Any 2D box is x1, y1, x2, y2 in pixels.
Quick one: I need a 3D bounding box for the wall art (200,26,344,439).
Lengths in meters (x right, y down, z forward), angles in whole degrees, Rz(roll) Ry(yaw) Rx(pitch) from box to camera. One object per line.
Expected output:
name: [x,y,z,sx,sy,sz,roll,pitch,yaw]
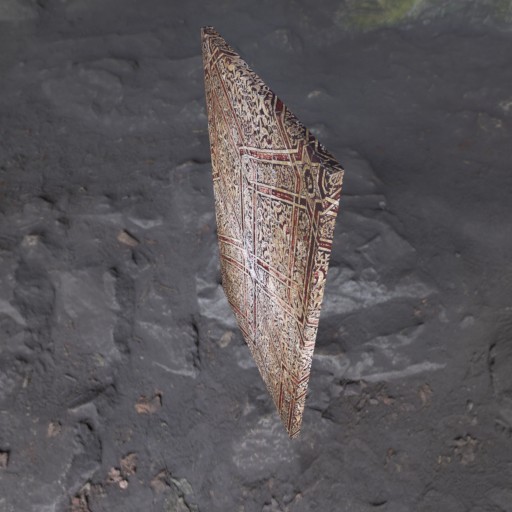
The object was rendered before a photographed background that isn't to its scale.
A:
wall art: [0.000,0.000,0.744,0.020,0.599,0.397,-16,48,-15]
